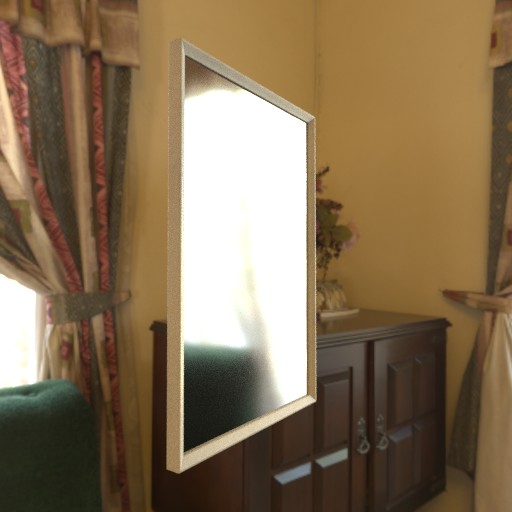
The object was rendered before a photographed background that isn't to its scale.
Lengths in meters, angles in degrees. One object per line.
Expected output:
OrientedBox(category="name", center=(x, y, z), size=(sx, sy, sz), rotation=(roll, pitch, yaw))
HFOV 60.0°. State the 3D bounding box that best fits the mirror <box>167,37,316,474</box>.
OrientedBox(category="mirror", center=(0.000, 0.000, 1.188), size=(0.041, 0.915, 0.609), rotation=(-1, -2, 35))
